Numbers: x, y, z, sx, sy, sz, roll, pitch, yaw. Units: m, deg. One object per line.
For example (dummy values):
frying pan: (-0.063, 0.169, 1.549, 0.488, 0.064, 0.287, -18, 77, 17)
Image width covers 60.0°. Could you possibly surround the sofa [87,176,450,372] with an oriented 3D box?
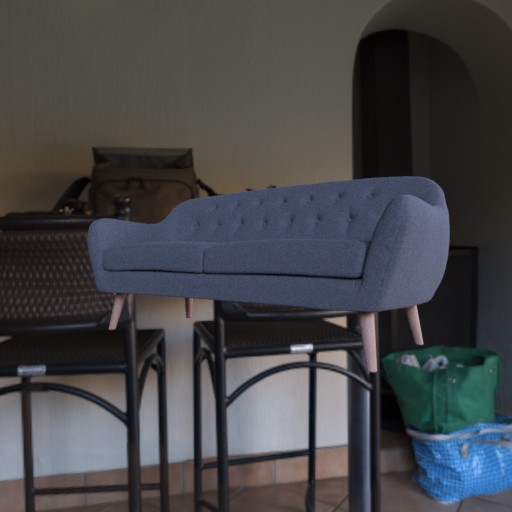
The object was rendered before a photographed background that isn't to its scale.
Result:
sofa: (0.000, 0.000, 2.284, 1.840, 0.820, 0.820, 0, 0, 36)
